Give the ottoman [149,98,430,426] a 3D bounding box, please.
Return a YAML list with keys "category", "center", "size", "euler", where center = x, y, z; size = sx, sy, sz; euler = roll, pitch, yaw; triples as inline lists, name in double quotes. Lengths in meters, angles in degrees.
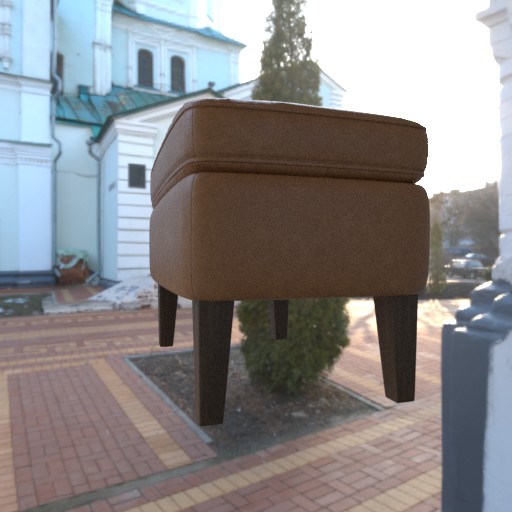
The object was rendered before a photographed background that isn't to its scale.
- category: "ottoman"
  center: [0.000, 0.000, 0.950]
  size: [0.420, 0.480, 0.670]
  euler: [0, 0, -18]
